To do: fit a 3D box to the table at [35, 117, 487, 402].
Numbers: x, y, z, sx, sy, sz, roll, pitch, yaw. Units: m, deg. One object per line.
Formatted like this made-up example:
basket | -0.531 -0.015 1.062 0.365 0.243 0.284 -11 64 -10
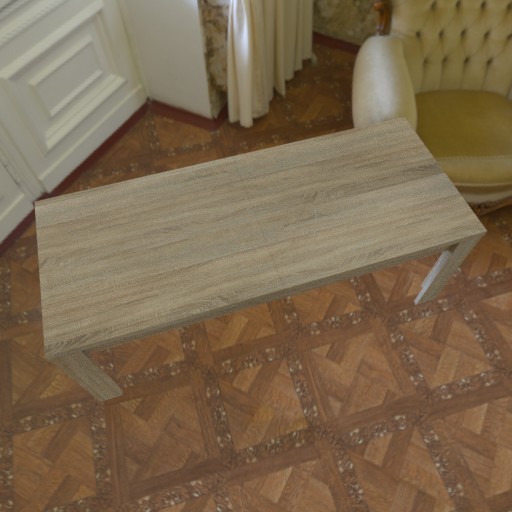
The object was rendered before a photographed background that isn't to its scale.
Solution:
table | 0.000 0.000 2.656 2.200 0.790 0.900 -15 59 -9
